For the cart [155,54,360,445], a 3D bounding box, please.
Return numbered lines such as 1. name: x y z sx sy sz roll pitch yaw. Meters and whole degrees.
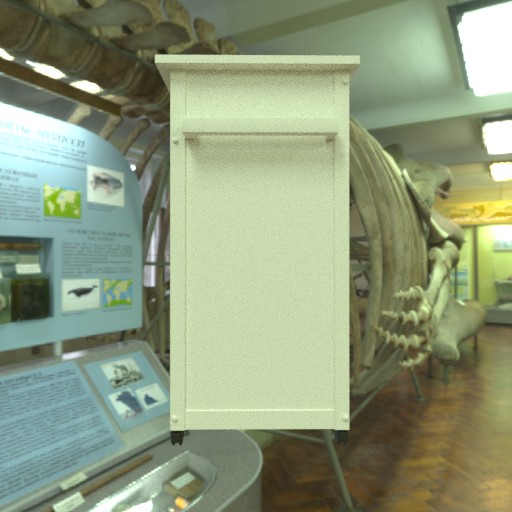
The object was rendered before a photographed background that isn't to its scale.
1. cart: 0.000 0.000 1.277 0.442 0.864 0.683 0 0 -1
